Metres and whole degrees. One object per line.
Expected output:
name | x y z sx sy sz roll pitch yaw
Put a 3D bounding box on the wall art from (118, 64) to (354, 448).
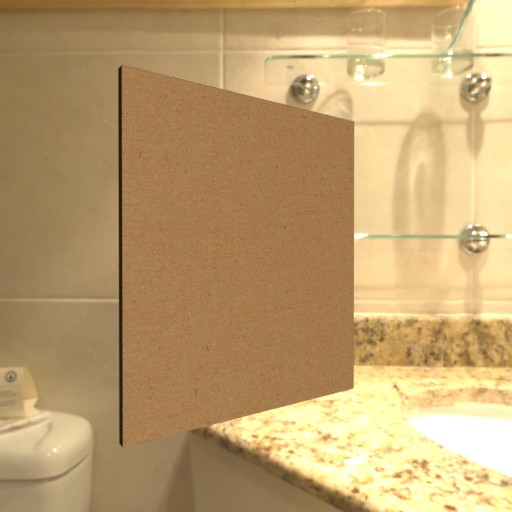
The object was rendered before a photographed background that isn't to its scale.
wall art | 0.000 0.000 1.227 0.755 0.863 0.028 0 1 -35
